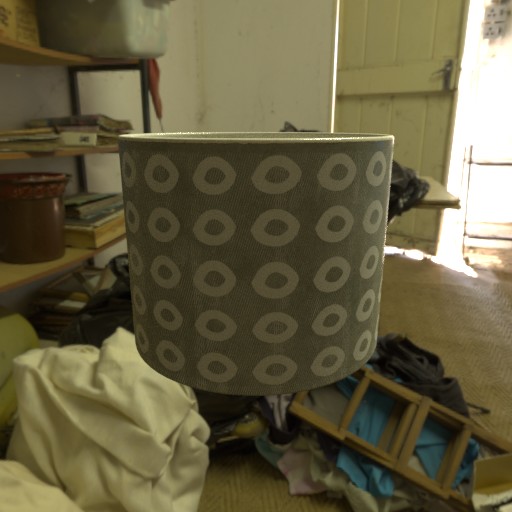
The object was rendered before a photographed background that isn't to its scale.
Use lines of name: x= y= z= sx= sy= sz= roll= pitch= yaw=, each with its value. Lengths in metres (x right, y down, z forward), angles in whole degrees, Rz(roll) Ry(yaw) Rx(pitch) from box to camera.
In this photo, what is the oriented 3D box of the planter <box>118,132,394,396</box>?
planter: x=0.000 y=0.000 z=0.343 sx=0.190 sy=0.181 sz=0.190 roll=0 pitch=17 yaw=0
